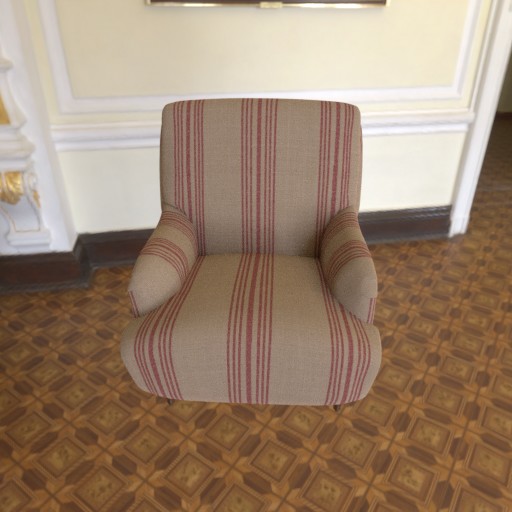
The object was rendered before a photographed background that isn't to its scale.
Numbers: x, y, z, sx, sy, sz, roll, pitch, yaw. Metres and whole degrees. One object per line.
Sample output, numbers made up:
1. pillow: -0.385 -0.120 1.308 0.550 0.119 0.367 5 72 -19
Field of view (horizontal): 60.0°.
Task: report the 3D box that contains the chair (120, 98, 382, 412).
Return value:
1. chair: 0.000 0.000 1.861 0.933 1.123 1.058 1 30 2
